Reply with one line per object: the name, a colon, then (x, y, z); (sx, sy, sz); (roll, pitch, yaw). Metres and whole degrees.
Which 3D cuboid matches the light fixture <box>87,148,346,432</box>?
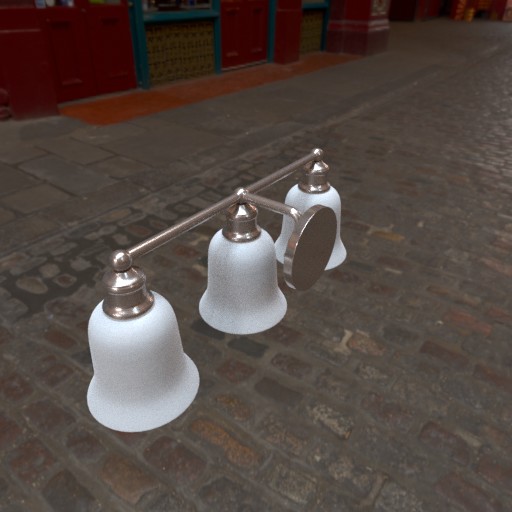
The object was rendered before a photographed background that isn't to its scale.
light fixture: (0.000, 0.000, 0.664); (0.198, 0.211, 0.570); (22, 38, 30)
